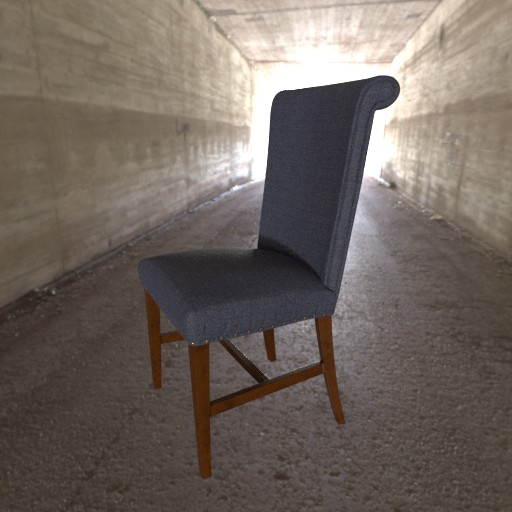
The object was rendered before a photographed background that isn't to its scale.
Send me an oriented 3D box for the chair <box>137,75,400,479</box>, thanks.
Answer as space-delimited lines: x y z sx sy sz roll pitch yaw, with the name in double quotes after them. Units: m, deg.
0.000 0.000 1.326 0.608 0.988 0.513 -8 18 -26 "chair"
